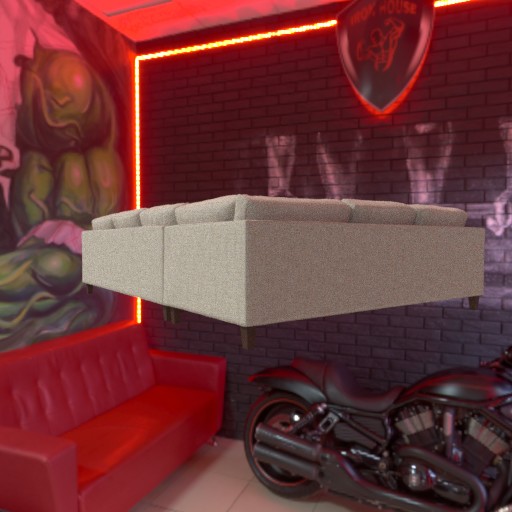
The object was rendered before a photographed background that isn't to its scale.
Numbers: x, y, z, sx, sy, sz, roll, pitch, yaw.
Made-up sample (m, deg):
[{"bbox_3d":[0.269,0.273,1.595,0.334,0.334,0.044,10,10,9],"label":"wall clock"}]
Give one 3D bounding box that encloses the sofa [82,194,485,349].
[{"bbox_3d":[0.000,0.000,4.269,2.432,0.863,3.182,-1,2,-36],"label":"sofa"}]
